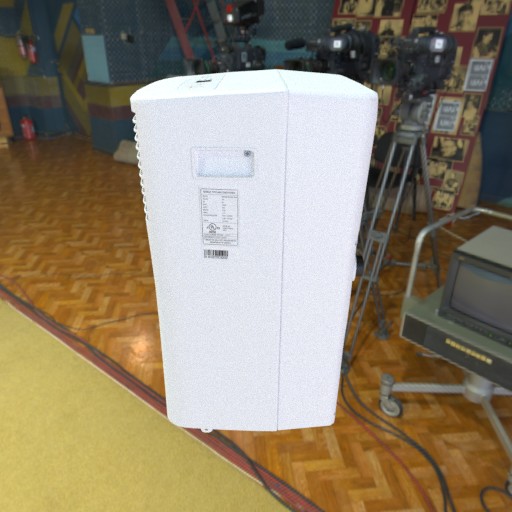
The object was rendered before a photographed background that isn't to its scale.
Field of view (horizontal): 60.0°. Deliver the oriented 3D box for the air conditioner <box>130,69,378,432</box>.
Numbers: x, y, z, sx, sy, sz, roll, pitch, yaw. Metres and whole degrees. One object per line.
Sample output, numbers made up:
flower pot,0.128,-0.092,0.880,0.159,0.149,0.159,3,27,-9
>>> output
air conditioner,0.000,0.000,0.804,0.349,0.606,0.304,0,27,0
